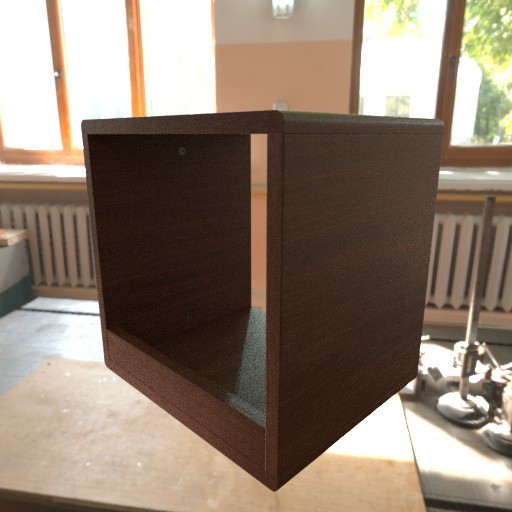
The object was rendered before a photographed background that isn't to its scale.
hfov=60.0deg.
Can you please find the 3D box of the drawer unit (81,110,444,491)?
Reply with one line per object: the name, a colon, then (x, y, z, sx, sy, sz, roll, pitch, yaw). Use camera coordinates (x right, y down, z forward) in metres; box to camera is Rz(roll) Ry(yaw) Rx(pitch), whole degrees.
drawer unit: (0.000, 0.000, 0.595, 0.349, 0.351, 0.290, 15, 21, 43)
